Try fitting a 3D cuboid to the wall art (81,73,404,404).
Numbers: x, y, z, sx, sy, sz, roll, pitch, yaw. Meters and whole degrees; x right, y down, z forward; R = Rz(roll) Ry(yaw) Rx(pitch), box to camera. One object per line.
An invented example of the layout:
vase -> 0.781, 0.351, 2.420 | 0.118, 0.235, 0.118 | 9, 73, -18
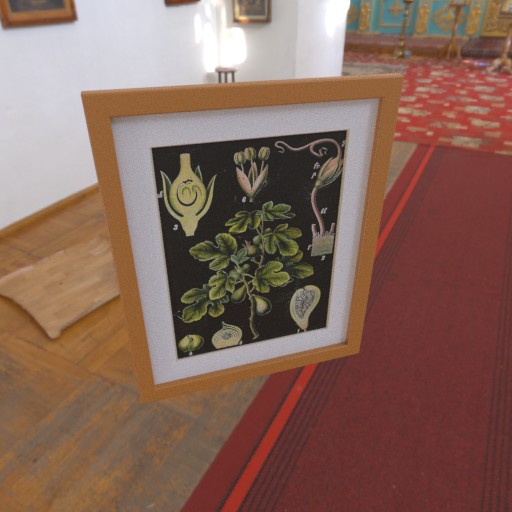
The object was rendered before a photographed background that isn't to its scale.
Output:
wall art -> 0.000, 0.000, 0.747 | 0.452, 0.553, 0.022 | -9, 32, -15
